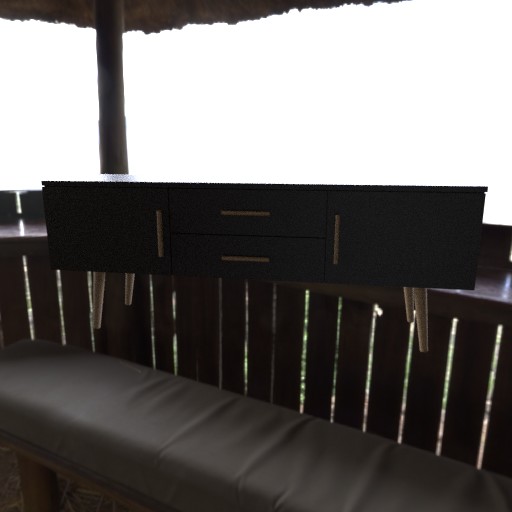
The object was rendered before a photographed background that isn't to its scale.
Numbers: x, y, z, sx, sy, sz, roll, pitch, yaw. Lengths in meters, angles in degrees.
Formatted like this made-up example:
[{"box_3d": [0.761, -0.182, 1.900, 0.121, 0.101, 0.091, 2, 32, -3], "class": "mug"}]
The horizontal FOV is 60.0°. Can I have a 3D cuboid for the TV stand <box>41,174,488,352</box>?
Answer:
[{"box_3d": [0.000, 0.000, 1.514, 1.312, 0.518, 0.390, 2, 14, 9], "class": "TV stand"}]
